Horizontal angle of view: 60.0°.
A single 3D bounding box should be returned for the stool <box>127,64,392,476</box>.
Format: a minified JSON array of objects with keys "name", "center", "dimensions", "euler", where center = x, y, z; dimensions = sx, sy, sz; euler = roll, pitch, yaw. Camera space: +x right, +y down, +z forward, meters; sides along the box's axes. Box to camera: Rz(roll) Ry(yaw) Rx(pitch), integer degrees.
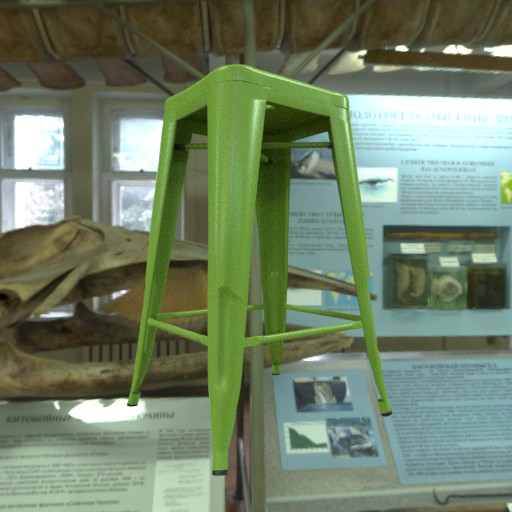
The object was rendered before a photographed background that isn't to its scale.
[{"name":"stool","center":[0.000,0.000,0.867],"dimensions":[0.398,0.609,0.358],"euler":[-1,2,-36]}]
